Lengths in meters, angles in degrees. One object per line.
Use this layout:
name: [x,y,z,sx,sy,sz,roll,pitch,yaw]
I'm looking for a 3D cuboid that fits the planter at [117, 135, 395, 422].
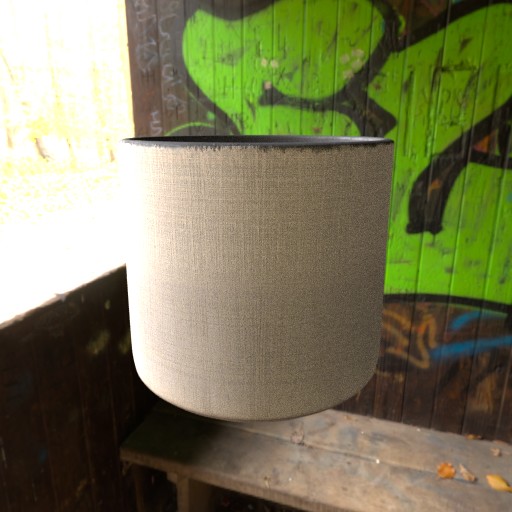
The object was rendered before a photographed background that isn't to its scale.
planter: [0.000,0.000,0.389,0.221,0.201,0.221,0,17,0]
